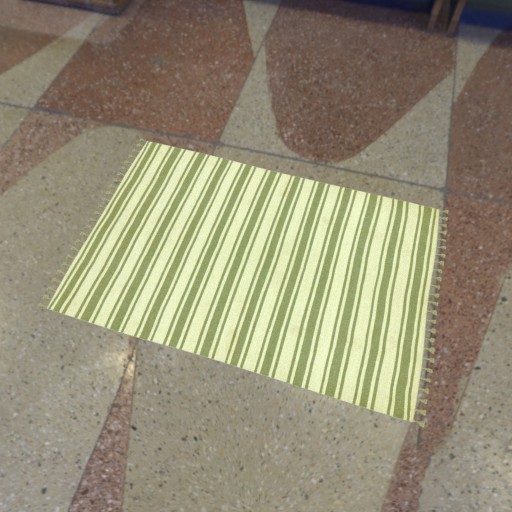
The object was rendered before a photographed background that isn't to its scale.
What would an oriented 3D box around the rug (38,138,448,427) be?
[{"bbox_3d":[0.000,0.000,2.981,2.435,0.018,1.540,15,60,9],"label":"rug"}]
